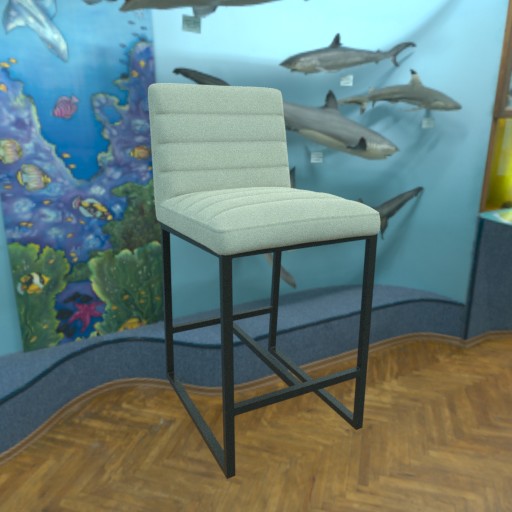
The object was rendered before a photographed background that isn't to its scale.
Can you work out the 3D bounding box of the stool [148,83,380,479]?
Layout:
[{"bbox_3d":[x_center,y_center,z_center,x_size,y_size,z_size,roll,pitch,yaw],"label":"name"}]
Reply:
[{"bbox_3d":[0.000,0.000,1.293,0.459,0.971,0.567,-8,18,-26],"label":"stool"}]
